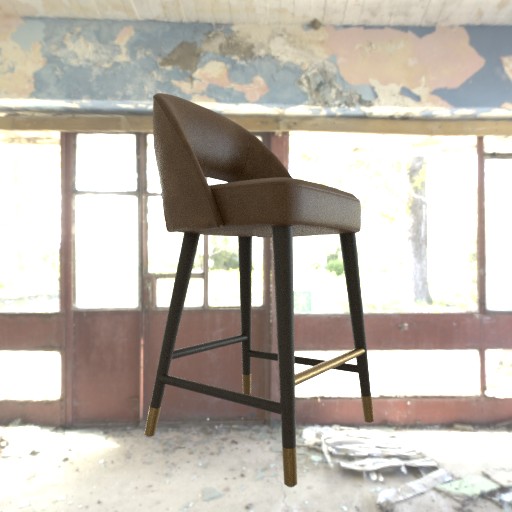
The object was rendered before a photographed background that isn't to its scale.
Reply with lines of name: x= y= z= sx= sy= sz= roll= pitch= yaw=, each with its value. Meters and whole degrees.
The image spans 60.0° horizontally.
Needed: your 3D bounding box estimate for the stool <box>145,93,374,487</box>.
stool: x=0.000 y=0.000 z=1.224 sx=0.509 sy=0.940 sz=0.494 roll=0 pitch=0 yaw=36
